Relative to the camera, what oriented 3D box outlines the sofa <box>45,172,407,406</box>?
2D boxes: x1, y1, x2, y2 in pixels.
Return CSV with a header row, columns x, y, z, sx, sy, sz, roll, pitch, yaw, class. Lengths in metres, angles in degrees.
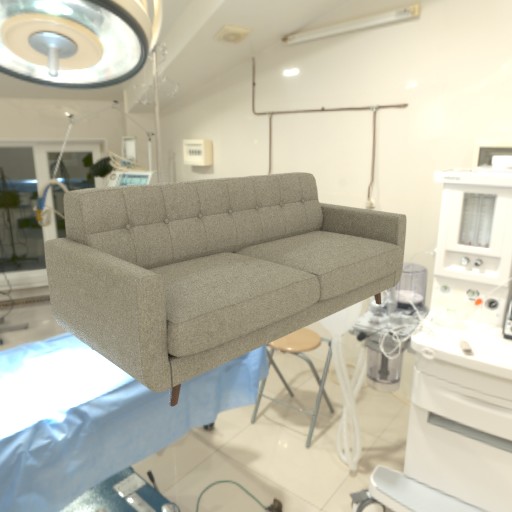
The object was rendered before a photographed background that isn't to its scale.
x,y,z,sx,sy,sz,roll,pitch,yaw,class
0.000,0.000,2.624,2.055,0.873,0.968,-14,20,-43,sofa
